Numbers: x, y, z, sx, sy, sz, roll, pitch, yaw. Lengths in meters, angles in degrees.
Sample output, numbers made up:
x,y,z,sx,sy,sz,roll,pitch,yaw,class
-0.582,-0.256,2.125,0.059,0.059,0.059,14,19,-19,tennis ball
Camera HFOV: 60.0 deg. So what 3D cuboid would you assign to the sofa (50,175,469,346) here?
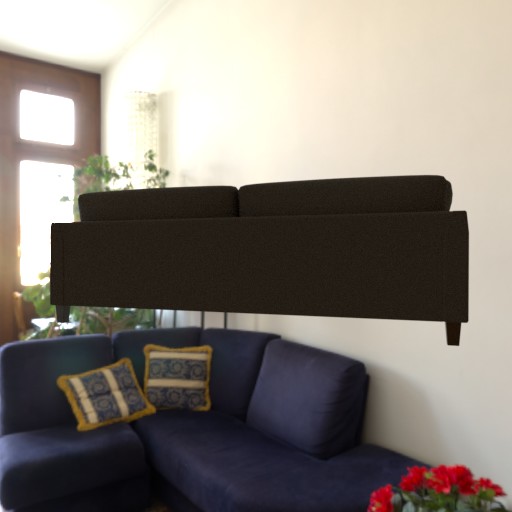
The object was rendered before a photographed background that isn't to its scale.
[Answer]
x,y,z,sx,sy,sz,roll,pitch,yaw,class
0.000,0.000,2.727,2.312,0.792,0.969,0,0,18,sofa
